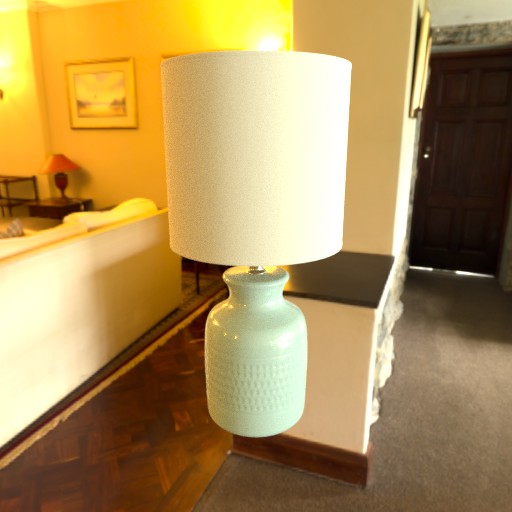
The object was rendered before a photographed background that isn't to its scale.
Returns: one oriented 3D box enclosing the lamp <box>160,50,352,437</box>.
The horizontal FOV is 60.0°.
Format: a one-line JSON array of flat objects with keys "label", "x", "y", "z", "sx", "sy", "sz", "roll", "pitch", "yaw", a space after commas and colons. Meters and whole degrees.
[{"label": "lamp", "x": 0.000, "y": 0.000, "z": 1.102, "sx": 0.418, "sy": 0.871, "sz": 0.418, "roll": -8, "pitch": 17, "yaw": -27}]
